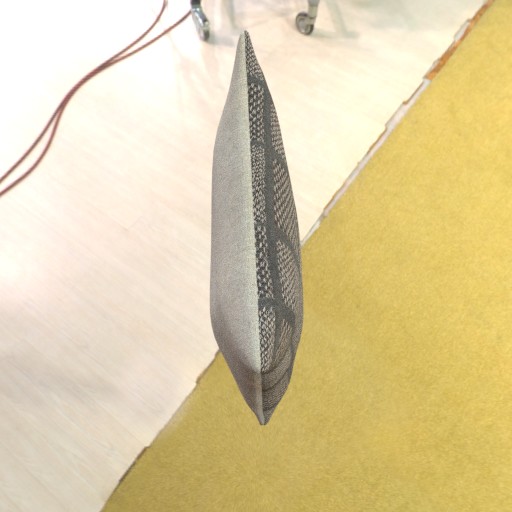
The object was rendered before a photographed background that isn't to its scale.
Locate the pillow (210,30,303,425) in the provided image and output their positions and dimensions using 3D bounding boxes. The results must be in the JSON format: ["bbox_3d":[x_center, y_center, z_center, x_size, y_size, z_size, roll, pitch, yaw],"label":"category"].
[{"bbox_3d":[0.000,0.000,0.661,0.138,0.432,0.435,-2,64,-1],"label":"pillow"}]
